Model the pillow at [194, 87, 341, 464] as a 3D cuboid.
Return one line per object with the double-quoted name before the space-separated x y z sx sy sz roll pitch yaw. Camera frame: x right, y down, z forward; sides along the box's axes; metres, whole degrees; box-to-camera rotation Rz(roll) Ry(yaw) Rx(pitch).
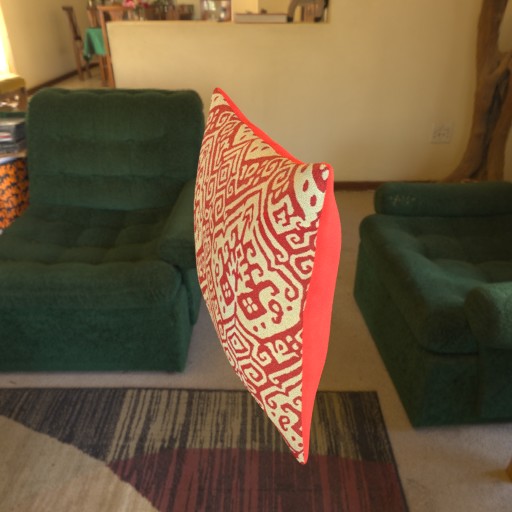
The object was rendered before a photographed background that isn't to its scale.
"pillow" 0.000 0.000 0.807 0.192 0.507 0.522 -9 31 -15
